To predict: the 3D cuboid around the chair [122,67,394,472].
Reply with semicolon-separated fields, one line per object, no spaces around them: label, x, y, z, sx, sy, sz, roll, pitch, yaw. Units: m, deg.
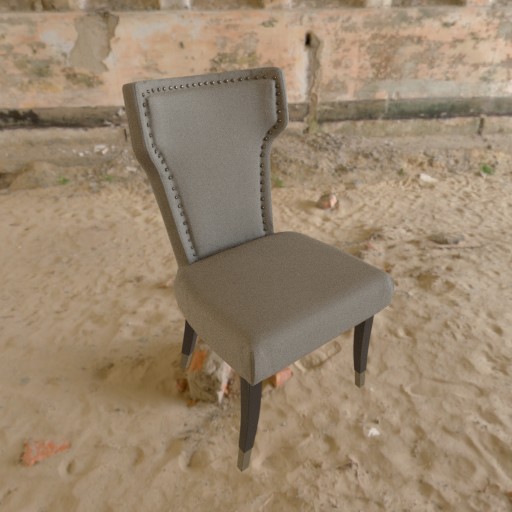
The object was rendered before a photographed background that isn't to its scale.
chair;0.000;0.000;1.297;0.526;0.955;0.630;-22;37;-32
